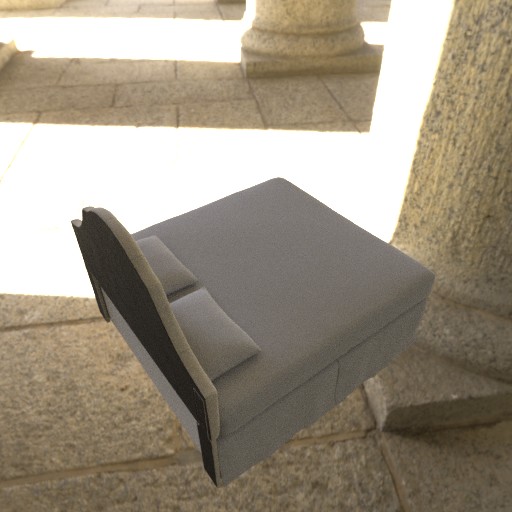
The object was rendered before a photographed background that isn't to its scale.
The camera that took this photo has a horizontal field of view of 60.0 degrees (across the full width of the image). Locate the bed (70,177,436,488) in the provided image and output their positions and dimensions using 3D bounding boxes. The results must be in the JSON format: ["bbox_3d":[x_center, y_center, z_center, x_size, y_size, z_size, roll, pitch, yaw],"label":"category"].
[{"bbox_3d":[0.000,0.000,3.413,2.086,1.555,2.012,-26,46,-28],"label":"bed"}]
